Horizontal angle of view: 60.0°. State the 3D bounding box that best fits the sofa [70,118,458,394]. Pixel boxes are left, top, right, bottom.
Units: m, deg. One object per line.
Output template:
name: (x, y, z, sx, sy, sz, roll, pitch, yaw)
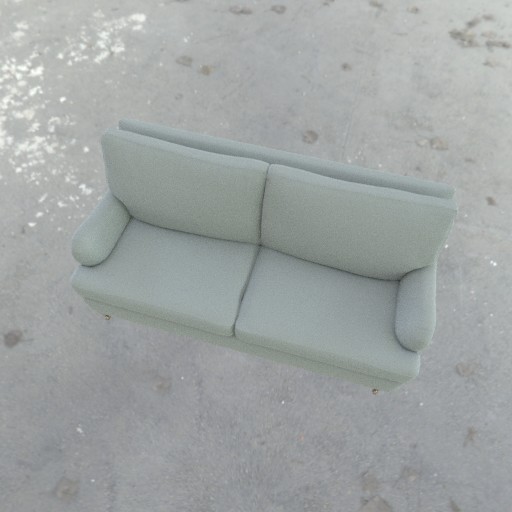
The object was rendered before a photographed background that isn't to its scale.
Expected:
sofa: (0.000, 0.000, 2.842, 2.193, 1.096, 1.069, 14, 60, 8)
